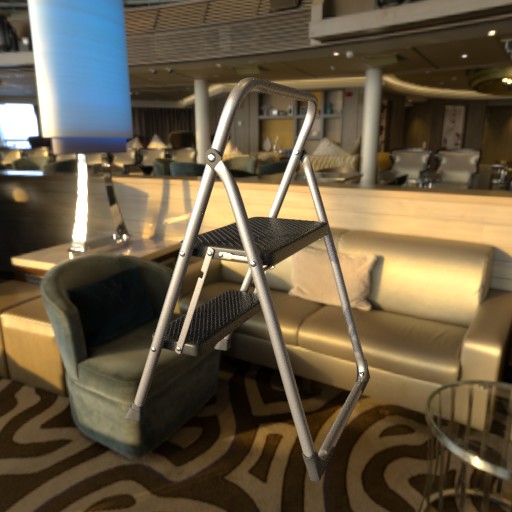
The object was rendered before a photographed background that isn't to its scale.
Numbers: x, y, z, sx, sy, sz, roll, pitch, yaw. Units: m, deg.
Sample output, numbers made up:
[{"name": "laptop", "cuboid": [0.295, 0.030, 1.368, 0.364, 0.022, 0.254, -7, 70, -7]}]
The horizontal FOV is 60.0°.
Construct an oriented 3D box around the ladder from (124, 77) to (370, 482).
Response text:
[{"name": "ladder", "cuboid": [0.000, 0.000, 1.007, 0.472, 0.720, 0.430, 7, 16, 26]}]
